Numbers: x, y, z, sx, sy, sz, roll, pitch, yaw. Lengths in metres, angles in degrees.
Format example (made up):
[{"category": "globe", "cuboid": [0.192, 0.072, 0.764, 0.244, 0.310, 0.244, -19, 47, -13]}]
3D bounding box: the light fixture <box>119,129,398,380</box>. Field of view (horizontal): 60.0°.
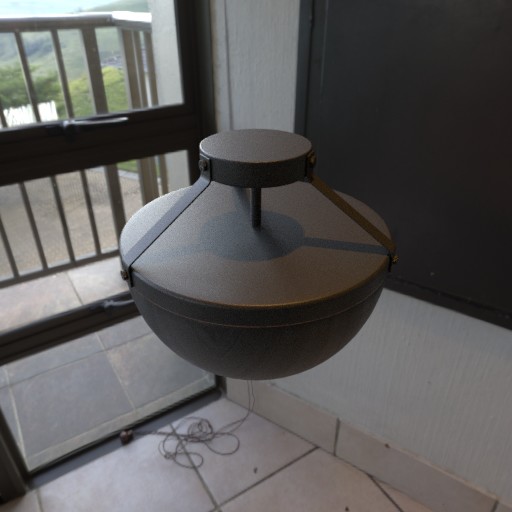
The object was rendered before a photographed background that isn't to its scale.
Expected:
[{"category": "light fixture", "cuboid": [0.000, 0.000, 0.525, 0.304, 0.269, 0.304, 0, 31, 0]}]
